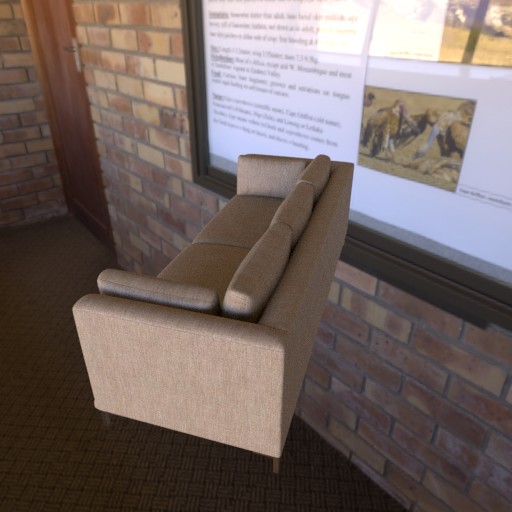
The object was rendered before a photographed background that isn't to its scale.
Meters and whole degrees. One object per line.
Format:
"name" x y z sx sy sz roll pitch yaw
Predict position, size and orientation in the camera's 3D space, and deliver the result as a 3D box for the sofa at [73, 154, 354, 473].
"sofa" 0.000 0.000 2.945 0.969 0.867 2.415 9 30 15
